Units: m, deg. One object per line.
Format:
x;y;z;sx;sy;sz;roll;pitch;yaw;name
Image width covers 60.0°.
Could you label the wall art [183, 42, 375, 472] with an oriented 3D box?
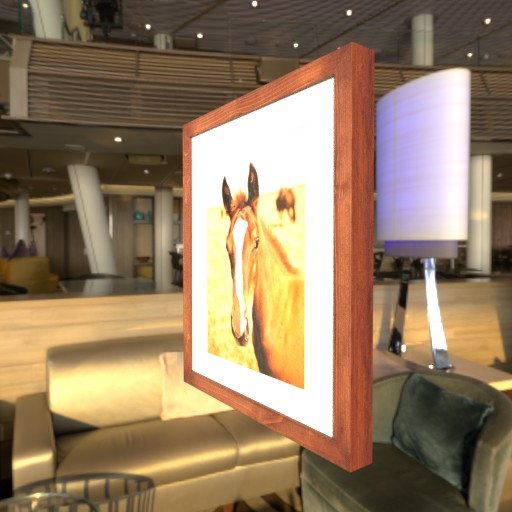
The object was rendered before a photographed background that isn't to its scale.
0.000;0.000;0.535;0.030;0.381;0.330;-1;1;-36;wall art
